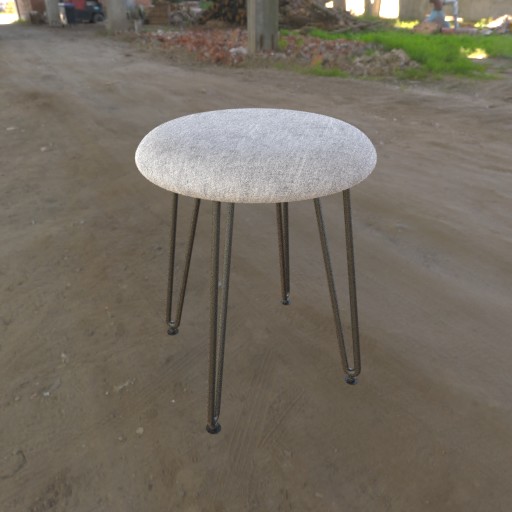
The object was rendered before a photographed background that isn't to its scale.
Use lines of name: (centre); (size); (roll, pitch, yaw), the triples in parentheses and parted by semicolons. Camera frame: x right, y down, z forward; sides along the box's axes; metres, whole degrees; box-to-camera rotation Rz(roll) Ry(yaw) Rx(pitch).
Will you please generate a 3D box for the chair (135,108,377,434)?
chair: (0.000, 0.000, 0.661); (0.350, 0.386, 0.350); (11, 32, 19)
